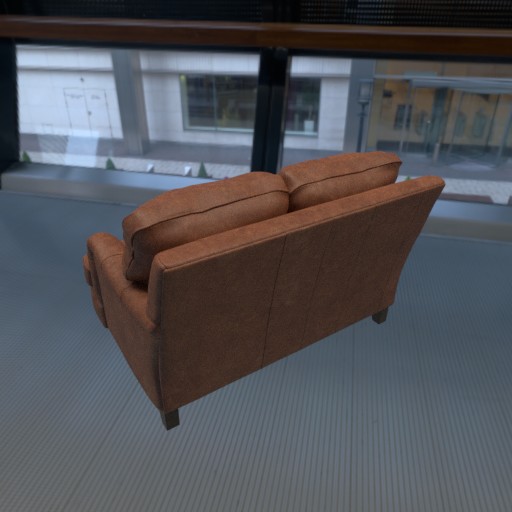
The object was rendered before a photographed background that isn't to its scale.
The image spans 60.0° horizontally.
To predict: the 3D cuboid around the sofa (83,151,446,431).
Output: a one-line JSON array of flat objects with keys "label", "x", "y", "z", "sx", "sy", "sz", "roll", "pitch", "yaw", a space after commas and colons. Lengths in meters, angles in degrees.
[{"label": "sofa", "x": 0.000, "y": 0.000, "z": 2.282, "sx": 1.527, "sy": 1.004, "sz": 1.077, "roll": -18, "pitch": 34, "yaw": -29}]
